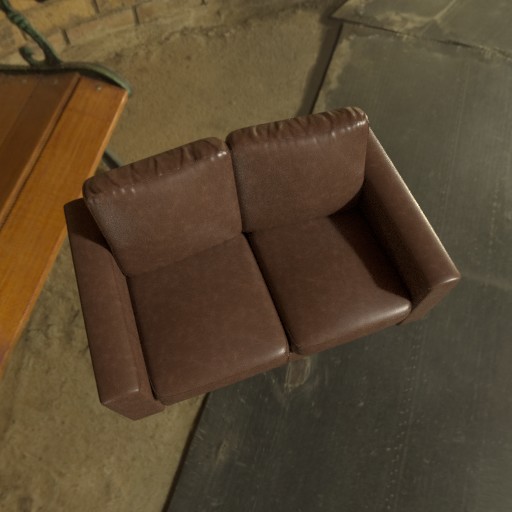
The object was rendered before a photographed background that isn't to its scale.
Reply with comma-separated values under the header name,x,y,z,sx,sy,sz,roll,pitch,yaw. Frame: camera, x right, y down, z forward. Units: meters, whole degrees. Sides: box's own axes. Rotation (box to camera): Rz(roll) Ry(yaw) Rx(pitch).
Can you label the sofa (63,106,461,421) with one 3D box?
name,x,y,z,sx,sy,sz,roll,pitch,yaw
sofa,0.000,0.000,2.134,1.616,0.873,1.016,-18,65,-9
